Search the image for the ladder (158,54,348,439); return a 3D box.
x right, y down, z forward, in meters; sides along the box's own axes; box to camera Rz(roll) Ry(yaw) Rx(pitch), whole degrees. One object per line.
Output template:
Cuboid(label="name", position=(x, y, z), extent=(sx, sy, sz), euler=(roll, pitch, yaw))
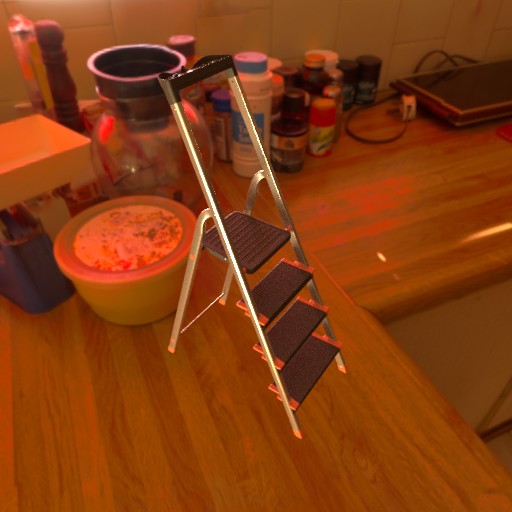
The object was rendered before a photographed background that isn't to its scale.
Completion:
Cuboid(label="ladder", position=(0.000, 0.000, 1.831), extent=(0.834, 1.429, 0.452), euler=(26, 47, 26))
